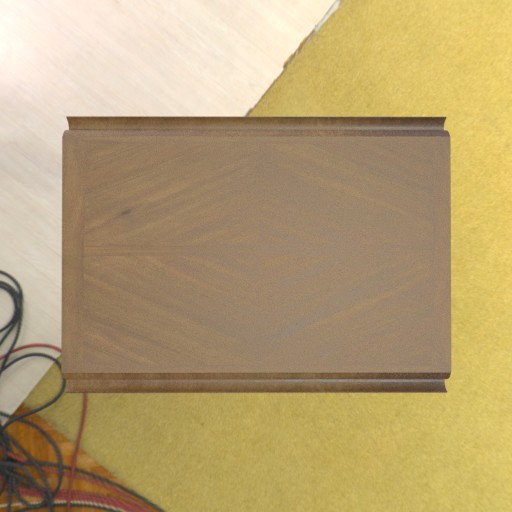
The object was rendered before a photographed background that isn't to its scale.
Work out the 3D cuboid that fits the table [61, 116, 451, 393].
[{"bbox_3d":[0.000,0.000,1.592,0.967,0.981,0.701,0,89,0],"label":"table"}]
